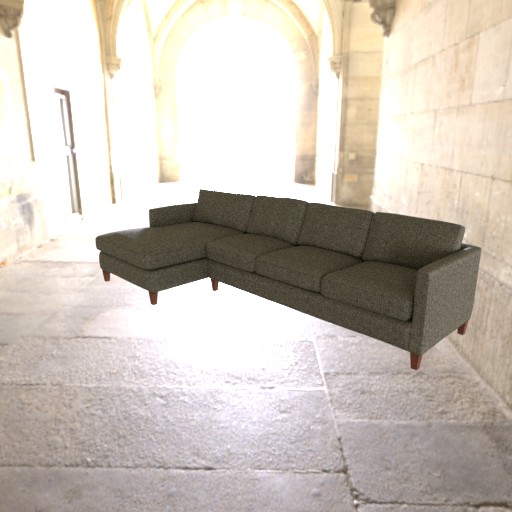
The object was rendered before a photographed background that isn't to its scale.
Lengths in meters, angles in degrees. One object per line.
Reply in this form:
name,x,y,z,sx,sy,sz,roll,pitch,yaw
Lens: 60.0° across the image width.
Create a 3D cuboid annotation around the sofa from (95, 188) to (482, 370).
sofa,0.000,0.000,4.199,1.635,0.960,3.485,-15,21,-42
